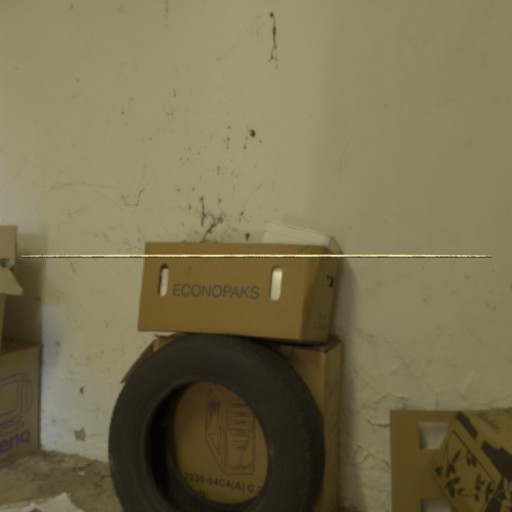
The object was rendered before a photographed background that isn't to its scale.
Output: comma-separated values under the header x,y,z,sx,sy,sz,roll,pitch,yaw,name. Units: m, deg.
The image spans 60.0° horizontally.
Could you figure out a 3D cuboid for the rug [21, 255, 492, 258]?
x,y,z,sx,sy,sz,roll,pitch,yaw,name
0.000,0.000,3.041,2.435,0.011,1.526,0,0,-2,rug
